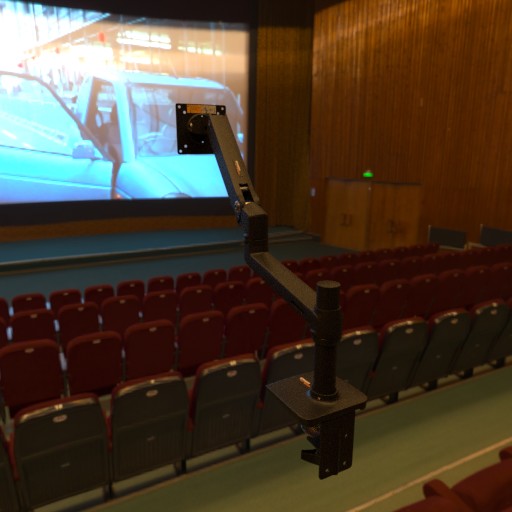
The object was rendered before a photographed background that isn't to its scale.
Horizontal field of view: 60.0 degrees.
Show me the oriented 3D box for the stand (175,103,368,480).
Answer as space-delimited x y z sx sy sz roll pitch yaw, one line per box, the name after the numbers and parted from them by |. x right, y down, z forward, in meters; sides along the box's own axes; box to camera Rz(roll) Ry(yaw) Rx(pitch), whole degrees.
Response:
0.000 0.000 1.024 0.152 0.713 0.650 -7 16 -27 | stand
